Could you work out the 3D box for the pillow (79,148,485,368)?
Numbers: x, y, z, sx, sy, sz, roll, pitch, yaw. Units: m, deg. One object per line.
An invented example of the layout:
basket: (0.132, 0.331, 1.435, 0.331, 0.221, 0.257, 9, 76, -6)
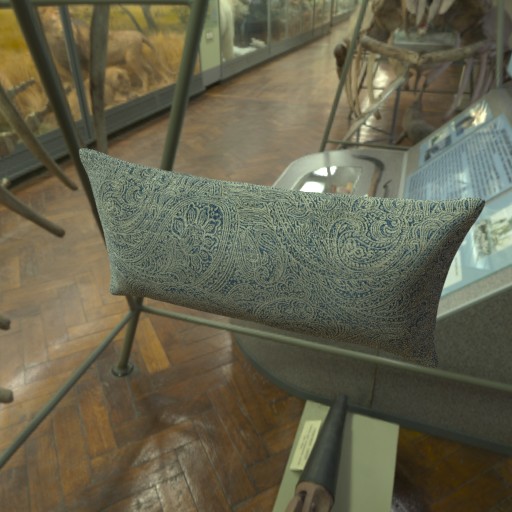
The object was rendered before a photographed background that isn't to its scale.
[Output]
pillow: (0.000, 0.000, 0.722, 0.615, 0.295, 0.151, 10, 33, 16)
